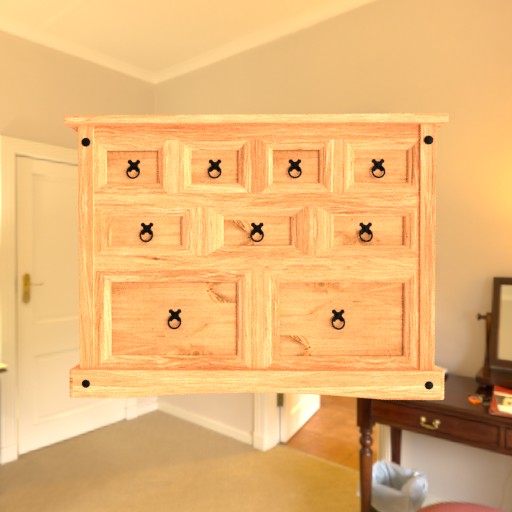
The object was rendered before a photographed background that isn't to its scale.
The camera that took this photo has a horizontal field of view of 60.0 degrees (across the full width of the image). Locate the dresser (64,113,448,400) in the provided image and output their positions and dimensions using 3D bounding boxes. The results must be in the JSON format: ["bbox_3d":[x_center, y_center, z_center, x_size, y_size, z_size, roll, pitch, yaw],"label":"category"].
[{"bbox_3d":[0.000,0.000,1.349,0.990,0.740,0.410,0,1,1],"label":"dresser"}]
